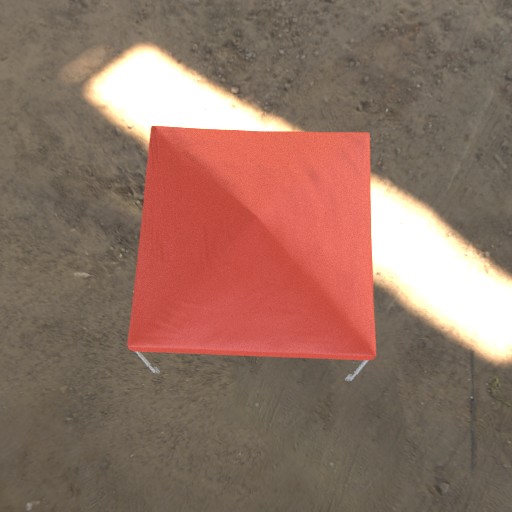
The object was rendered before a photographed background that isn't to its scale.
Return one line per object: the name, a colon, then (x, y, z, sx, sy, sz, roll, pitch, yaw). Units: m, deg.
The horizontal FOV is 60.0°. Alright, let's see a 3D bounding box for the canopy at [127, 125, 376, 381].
canopy: (0.000, 0.000, 5.341, 2.849, 2.850, 2.850, 2, 75, 1)
